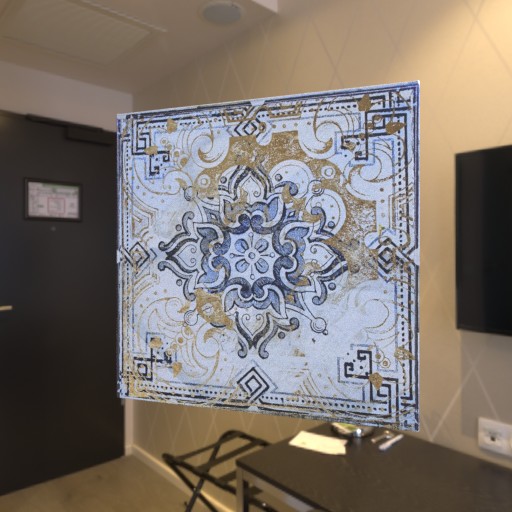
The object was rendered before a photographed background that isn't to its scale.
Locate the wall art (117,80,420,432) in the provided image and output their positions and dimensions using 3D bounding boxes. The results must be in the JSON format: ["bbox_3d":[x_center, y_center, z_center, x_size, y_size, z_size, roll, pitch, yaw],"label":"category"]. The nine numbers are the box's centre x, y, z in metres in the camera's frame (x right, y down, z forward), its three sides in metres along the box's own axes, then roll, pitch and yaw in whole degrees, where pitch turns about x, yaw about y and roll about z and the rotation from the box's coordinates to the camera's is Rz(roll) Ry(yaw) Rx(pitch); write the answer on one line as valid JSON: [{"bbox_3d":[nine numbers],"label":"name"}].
[{"bbox_3d":[0.000,0.000,0.596,0.411,0.410,0.038,0,0,18],"label":"wall art"}]
